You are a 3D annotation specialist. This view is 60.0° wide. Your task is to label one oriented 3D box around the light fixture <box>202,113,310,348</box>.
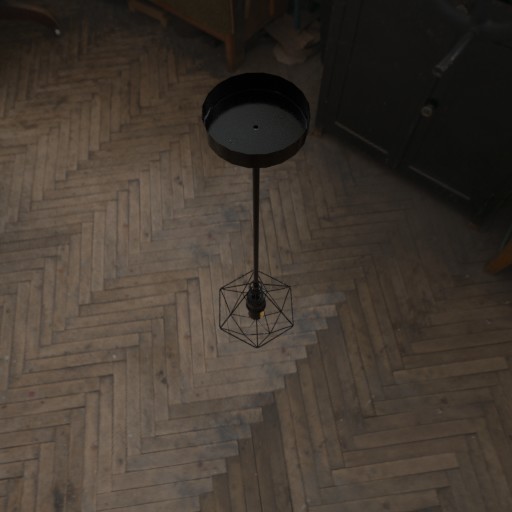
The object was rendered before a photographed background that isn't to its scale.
[{"bbox_3d":[0.000,0.000,1.986,0.431,1.764,0.487,-2,64,-1],"label":"light fixture"}]
